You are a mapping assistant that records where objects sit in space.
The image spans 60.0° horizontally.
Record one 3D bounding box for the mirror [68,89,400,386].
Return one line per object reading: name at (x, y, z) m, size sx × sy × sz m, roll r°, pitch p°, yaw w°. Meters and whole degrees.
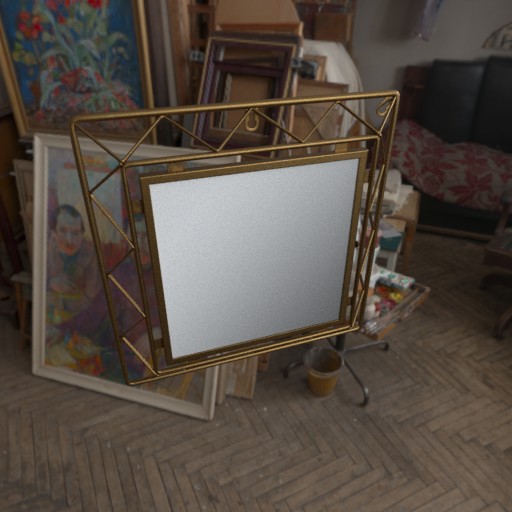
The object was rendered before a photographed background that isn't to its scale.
mirror at (0.000, 0.000, 0.621) m, size 0.416 × 0.414 × 0.046 m, roll -10°, pitch 33°, yaw -16°
